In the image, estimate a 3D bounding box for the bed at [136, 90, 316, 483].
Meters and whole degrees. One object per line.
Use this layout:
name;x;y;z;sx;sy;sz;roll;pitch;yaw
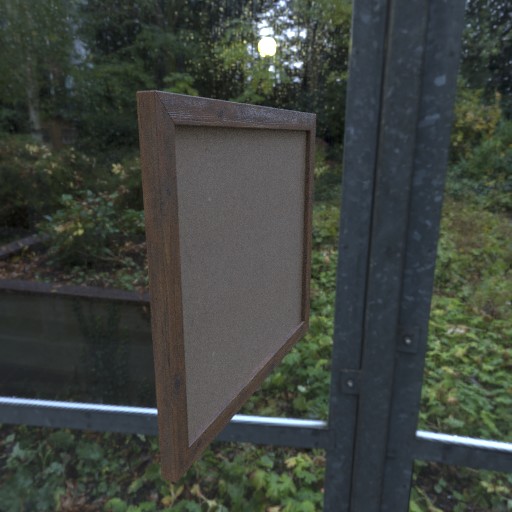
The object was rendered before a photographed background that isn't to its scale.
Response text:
bed;0.000;0.000;1.472;0.046;0.942;1.046;7;16;24
